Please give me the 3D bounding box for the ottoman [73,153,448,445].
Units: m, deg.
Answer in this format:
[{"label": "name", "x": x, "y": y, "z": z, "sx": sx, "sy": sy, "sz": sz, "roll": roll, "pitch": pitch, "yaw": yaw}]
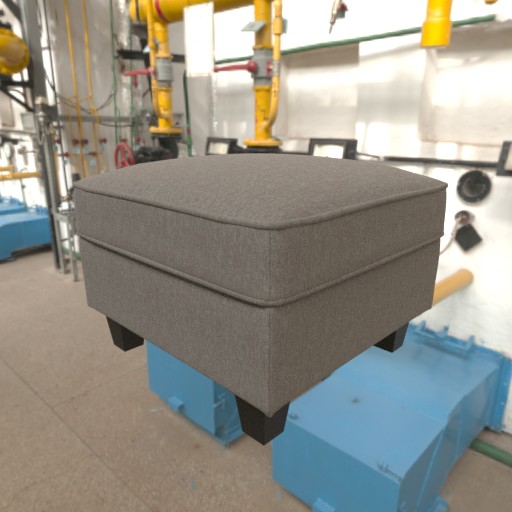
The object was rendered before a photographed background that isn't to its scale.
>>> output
[{"label": "ottoman", "x": 0.000, "y": 0.000, "z": 1.380, "sx": 0.871, "sy": 0.612, "sz": 0.808, "roll": 16, "pitch": 23, "yaw": 42}]
